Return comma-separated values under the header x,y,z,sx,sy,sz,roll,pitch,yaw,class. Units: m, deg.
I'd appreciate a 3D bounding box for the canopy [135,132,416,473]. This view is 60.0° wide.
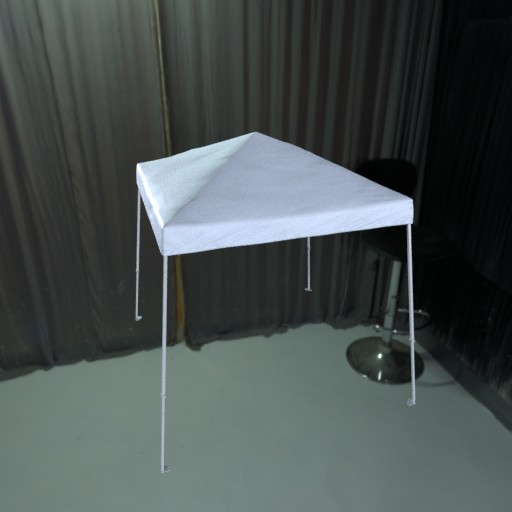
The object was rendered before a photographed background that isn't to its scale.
x,y,z,sx,sy,sz,roll,pitch,yaw,class
0.000,0.000,6.600,3.600,3.600,3.599,-8,26,-17,canopy
